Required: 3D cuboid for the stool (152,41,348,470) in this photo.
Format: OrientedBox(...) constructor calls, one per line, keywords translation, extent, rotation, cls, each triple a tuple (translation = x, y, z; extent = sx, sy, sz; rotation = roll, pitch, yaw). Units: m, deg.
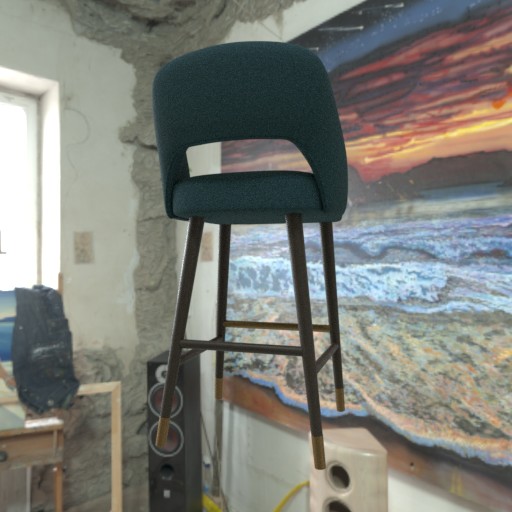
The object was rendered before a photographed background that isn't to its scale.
OrientedBox(translation=(0.000, 0.000, 1.306), extent=(0.536, 1.032, 0.522), rotation=(0, 0, 17), cls="stool")
